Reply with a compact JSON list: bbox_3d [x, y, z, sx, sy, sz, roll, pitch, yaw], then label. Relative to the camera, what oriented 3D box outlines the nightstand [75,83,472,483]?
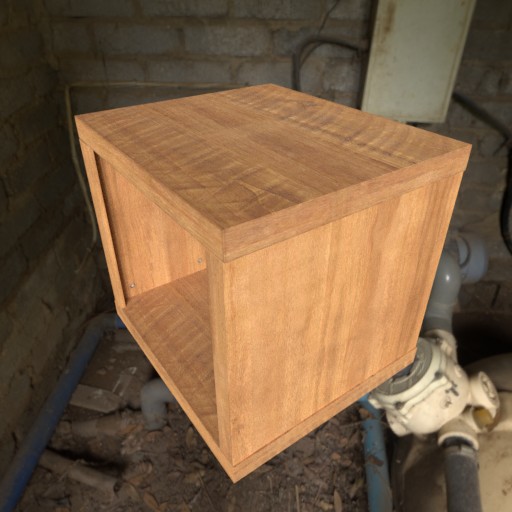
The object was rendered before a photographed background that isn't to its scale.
[{"bbox_3d":[0.000,0.000,0.848,0.436,0.491,0.493,-21,39,-29],"label":"nightstand"}]
